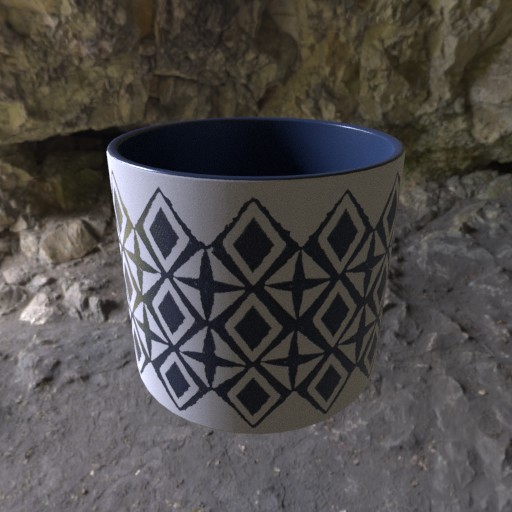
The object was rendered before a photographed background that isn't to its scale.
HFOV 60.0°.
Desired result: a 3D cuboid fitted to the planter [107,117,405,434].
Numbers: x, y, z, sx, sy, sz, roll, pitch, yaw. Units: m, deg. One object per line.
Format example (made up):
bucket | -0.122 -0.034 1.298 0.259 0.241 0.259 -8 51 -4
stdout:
planter | 0.000 0.000 0.315 0.182 0.165 0.182 0 26 0
